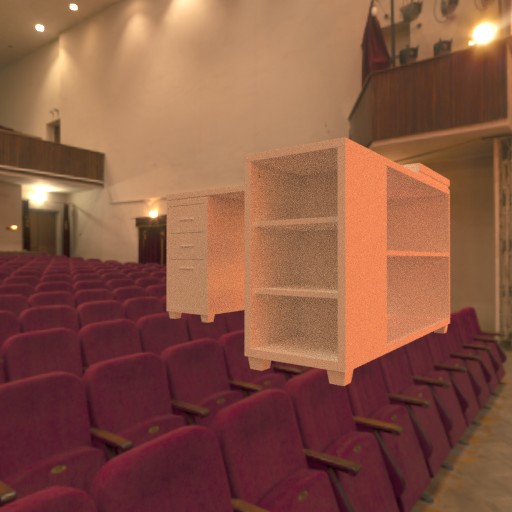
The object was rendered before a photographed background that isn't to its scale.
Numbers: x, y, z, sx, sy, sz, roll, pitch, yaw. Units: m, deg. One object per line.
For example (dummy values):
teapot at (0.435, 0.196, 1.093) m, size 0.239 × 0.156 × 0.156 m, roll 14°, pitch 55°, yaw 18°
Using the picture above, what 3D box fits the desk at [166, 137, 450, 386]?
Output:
desk at (0.000, 0.000, 2.189) m, size 1.524 × 0.759 × 1.199 m, roll 0°, pitch 0°, yaw 37°
